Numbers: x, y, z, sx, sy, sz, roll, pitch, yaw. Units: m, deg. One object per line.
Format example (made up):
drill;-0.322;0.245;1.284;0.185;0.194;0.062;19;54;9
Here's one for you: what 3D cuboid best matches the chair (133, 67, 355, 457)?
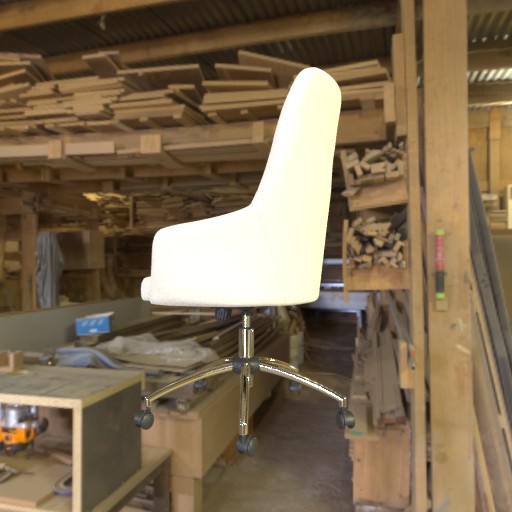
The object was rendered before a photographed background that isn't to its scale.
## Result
chair;0.000;0.000;1.455;0.640;1.049;0.620;0;-1;18
